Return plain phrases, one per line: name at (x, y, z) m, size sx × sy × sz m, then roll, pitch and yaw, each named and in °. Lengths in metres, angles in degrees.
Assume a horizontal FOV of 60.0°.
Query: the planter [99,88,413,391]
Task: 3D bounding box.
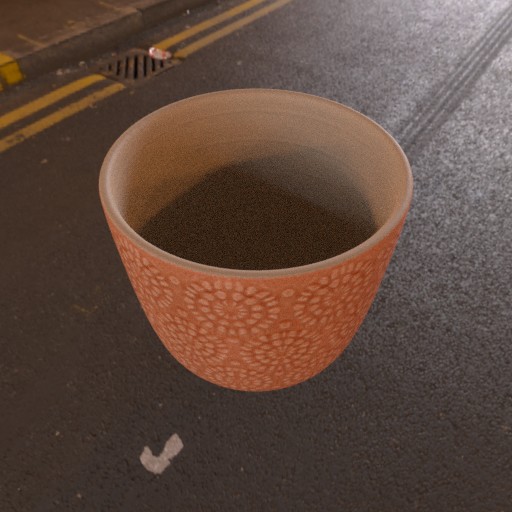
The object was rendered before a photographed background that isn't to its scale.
planter at (0.000, 0.000, 0.369) m, size 0.208 × 0.190 × 0.208 m, roll 0°, pitch 47°, yaw 0°
